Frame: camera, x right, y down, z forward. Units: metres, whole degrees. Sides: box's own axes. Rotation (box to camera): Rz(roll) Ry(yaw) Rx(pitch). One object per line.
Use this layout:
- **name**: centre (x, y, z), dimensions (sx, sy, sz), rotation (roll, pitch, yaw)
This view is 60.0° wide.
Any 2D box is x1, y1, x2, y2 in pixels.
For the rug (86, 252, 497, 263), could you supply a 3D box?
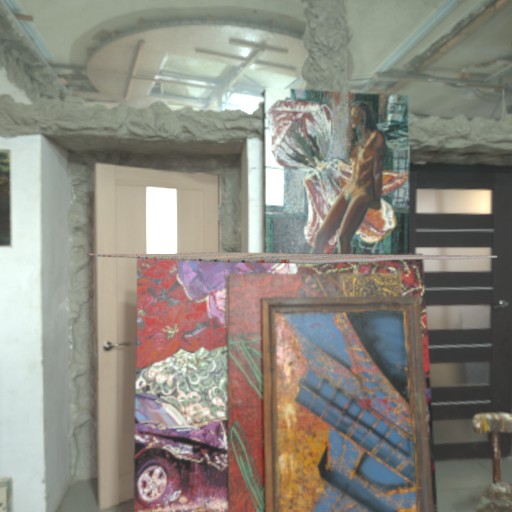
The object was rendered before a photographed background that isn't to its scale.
- **rug**: centre (0.000, 0.000, 2.979), dimensions (1.537, 0.029, 2.439), rotation (-1, 1, -37)
